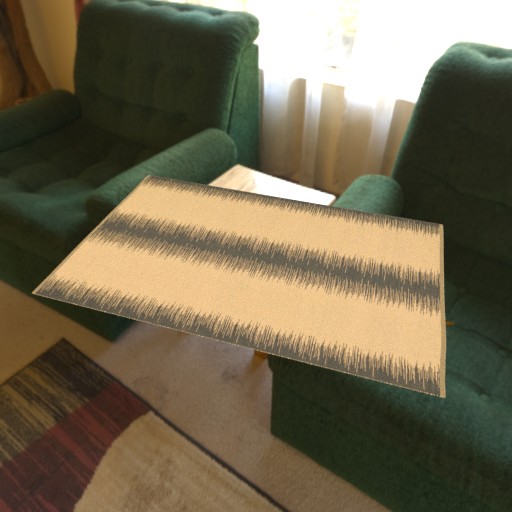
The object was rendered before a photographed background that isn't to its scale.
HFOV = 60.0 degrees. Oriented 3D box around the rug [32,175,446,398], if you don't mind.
[{"bbox_3d":[0.000,0.000,3.024,2.453,0.003,1.519,11,41,13],"label":"rug"}]
